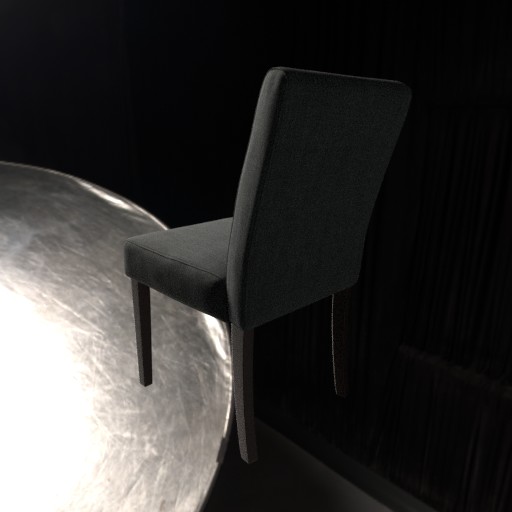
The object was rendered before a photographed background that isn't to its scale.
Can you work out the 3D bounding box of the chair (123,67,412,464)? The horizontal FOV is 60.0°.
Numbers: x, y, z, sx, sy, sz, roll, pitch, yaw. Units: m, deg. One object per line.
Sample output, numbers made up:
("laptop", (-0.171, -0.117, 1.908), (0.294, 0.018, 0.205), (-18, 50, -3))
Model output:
("chair", (0.000, 0.000, 1.210), (0.487, 0.884, 0.629), (-16, 23, -42))
